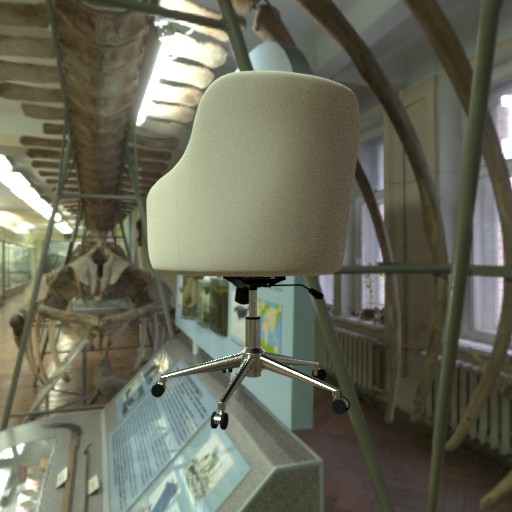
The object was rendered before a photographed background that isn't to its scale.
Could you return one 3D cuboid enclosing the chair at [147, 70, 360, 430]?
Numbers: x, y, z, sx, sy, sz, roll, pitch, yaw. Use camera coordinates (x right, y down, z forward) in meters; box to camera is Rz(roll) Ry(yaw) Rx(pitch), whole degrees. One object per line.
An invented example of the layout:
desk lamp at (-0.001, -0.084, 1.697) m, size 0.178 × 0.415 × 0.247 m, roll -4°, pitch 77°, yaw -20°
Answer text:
chair at (0.000, 0.000, 1.289) m, size 0.602 × 0.819 × 0.647 m, roll 0°, pitch -1°, yaw -19°
